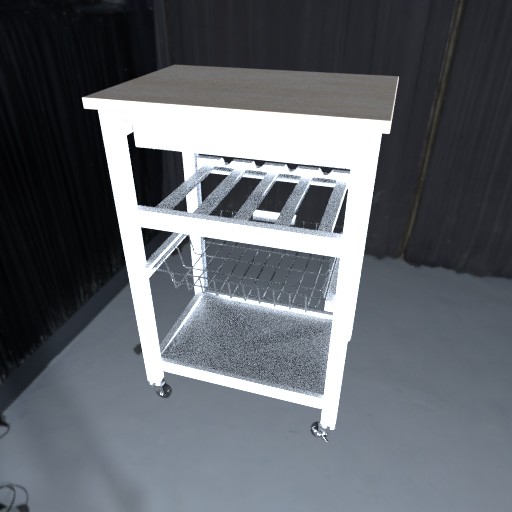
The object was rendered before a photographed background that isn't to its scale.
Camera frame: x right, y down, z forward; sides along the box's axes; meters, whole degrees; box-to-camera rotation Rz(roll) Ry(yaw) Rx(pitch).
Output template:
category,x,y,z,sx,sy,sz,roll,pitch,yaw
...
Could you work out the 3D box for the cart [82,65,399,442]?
category,x,y,z,sx,sy,sz,roll,pitch,yaw
cart,0.000,0.000,1.174,0.578,0.857,0.406,9,33,14
